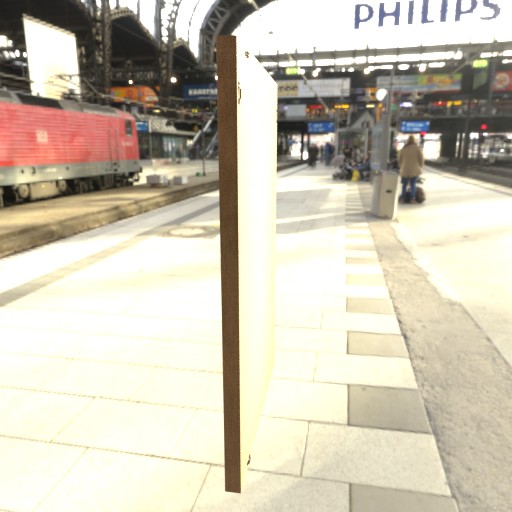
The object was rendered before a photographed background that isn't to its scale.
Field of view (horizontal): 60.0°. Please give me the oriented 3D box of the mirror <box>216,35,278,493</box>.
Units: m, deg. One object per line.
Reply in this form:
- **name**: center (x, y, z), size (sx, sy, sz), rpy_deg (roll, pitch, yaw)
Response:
- **mirror**: center (0.000, 0.000, 1.149), size (0.040, 0.915, 0.609), rpy_deg (2, 14, 9)
